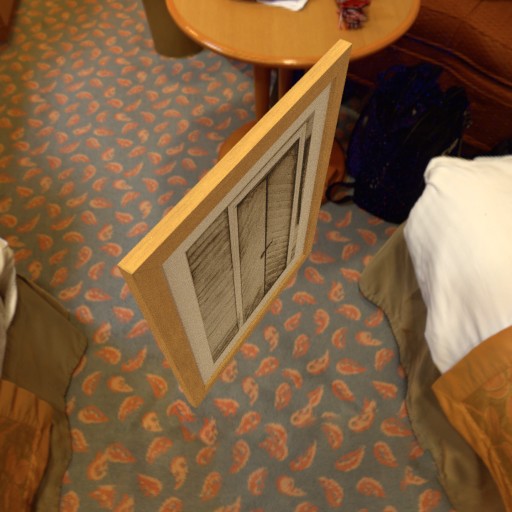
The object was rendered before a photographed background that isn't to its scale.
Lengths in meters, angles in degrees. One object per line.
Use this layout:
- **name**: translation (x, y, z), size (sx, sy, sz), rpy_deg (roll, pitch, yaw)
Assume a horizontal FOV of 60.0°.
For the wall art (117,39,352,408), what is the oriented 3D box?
- **wall art**: translation (0.000, 0.000, 0.776), size (0.020, 0.561, 0.460), rpy_deg (30, 63, 17)
